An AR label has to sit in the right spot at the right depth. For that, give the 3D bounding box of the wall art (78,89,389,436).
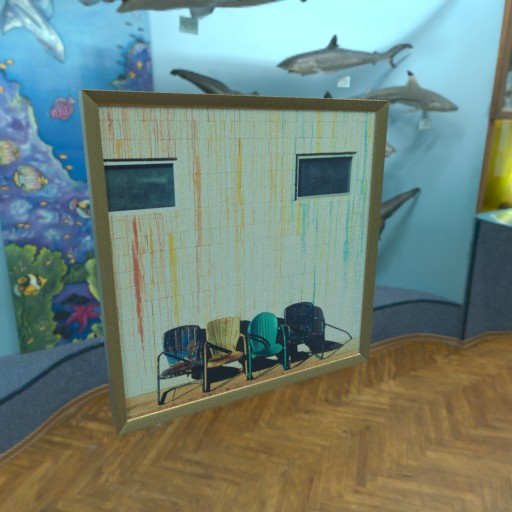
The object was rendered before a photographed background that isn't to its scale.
[{"bbox_3d":[0.000,0.000,0.745,0.505,0.505,0.037,-8,18,-26],"label":"wall art"}]
